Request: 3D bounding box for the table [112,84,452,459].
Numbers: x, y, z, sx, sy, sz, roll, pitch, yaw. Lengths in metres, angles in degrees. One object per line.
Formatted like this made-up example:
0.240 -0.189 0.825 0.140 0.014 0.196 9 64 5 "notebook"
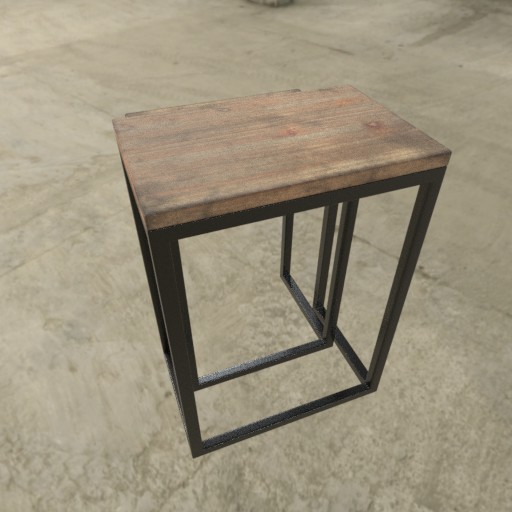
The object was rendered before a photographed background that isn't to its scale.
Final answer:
0.000 0.000 0.935 0.456 0.615 0.460 -12 42 -14 "table"
